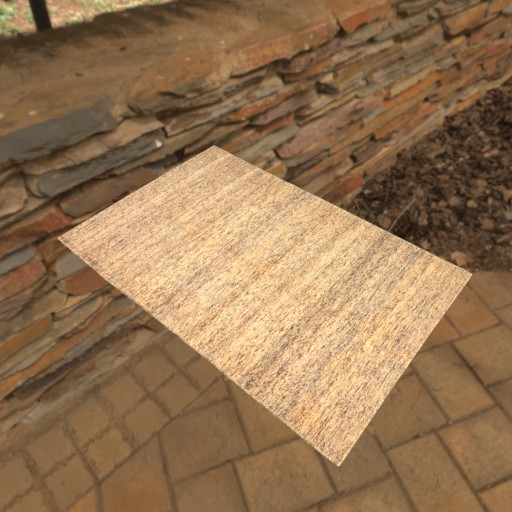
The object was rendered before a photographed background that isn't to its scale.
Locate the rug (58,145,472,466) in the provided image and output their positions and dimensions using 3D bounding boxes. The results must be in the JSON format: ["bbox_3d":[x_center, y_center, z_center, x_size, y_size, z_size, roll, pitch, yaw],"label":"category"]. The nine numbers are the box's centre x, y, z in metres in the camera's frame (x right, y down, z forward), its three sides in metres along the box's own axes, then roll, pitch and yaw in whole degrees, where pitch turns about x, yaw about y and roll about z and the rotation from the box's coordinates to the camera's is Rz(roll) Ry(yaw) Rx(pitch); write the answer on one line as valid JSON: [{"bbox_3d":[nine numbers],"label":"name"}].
[{"bbox_3d":[0.000,0.000,2.351,1.846,0.014,1.243,32,54,27],"label":"rug"}]
